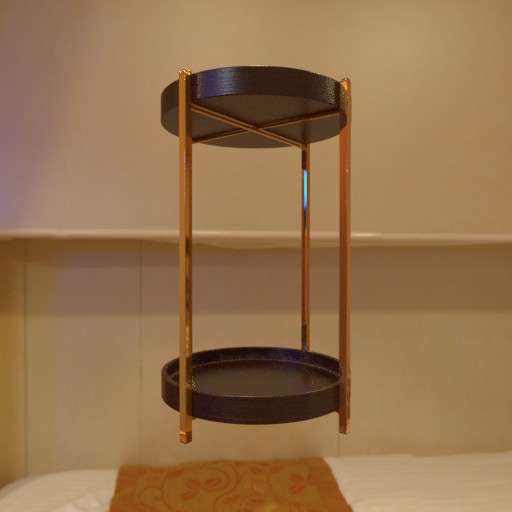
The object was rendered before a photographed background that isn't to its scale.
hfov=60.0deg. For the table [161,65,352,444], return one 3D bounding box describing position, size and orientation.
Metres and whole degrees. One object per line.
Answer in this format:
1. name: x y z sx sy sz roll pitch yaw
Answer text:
1. table: 0.000 0.000 0.882 0.400 0.610 0.400 0 1 37
